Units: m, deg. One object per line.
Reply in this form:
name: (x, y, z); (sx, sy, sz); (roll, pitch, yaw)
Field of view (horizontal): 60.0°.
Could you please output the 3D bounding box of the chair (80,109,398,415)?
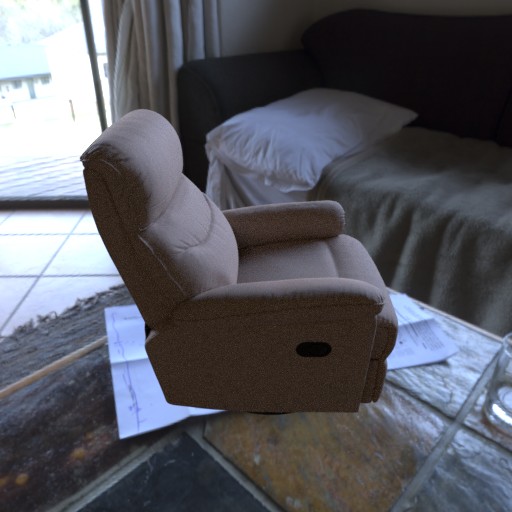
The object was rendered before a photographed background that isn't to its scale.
chair: (0.000, 0.000, 1.709); (1.004, 1.037, 0.820); (0, 29, -1)
